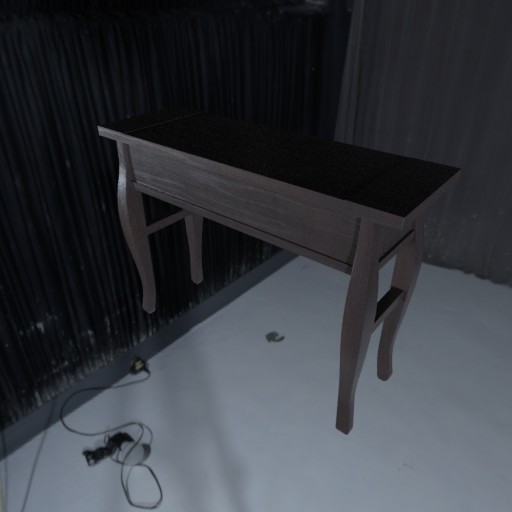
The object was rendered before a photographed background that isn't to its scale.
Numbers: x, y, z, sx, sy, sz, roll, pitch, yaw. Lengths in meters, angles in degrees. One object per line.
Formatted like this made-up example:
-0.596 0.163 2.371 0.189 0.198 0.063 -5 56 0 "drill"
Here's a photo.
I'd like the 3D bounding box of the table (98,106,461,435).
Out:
0.000 0.000 1.499 1.062 0.768 0.373 23 39 32 "table"
